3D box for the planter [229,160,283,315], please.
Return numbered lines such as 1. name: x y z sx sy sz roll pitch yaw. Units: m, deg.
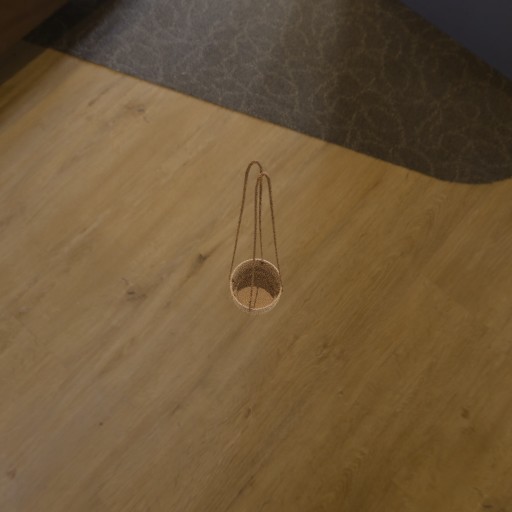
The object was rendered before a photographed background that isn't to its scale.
1. planter: 0.000 0.000 0.949 0.146 0.841 0.146 -31 77 -8
